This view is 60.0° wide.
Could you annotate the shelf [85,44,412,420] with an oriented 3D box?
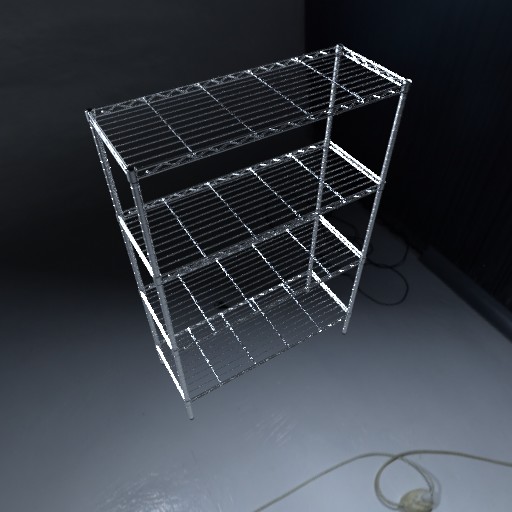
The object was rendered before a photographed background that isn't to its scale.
[{"bbox_3d":[0.000,0.000,1.779,0.907,1.360,0.352,-24,51,-21],"label":"shelf"}]
